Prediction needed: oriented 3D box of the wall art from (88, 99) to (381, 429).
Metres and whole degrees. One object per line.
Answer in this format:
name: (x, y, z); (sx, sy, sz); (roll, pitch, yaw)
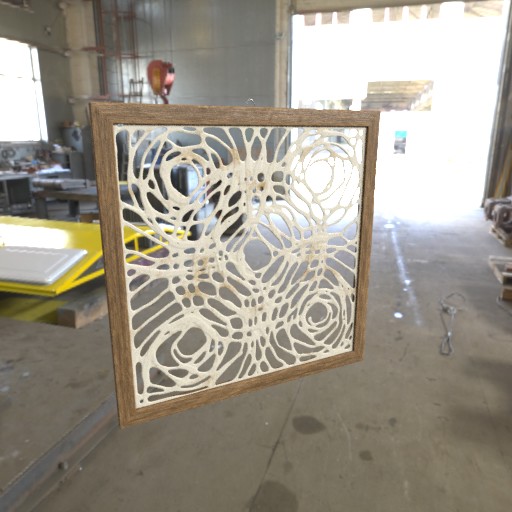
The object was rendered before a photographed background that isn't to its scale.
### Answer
wall art: (0.000, 0.000, 0.857); (0.561, 0.576, 0.021); (-8, 17, -26)
